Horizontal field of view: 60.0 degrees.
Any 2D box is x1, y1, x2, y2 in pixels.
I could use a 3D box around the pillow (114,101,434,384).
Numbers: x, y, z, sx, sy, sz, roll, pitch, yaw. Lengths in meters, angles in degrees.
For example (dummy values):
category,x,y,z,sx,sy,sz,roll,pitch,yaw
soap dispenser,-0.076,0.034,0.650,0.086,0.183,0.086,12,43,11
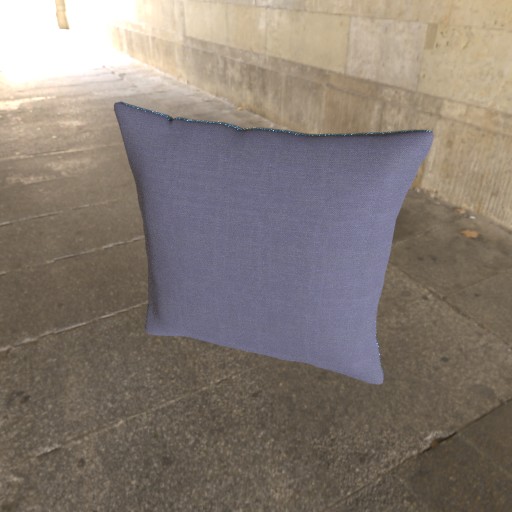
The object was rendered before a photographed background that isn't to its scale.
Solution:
category,x,y,z,sx,sy,sz,roll,pitch,yaw
pillow,0.000,0.000,0.673,0.436,0.430,0.138,9,33,14
